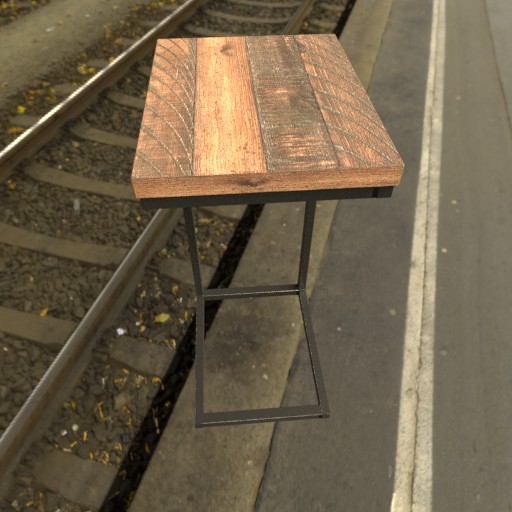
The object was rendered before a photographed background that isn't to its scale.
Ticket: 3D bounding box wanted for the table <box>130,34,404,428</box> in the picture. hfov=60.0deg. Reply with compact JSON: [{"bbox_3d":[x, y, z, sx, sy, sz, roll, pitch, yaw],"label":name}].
[{"bbox_3d":[0.000,0.000,0.918,0.323,0.718,0.414,-3,46,-3],"label":"table"}]
